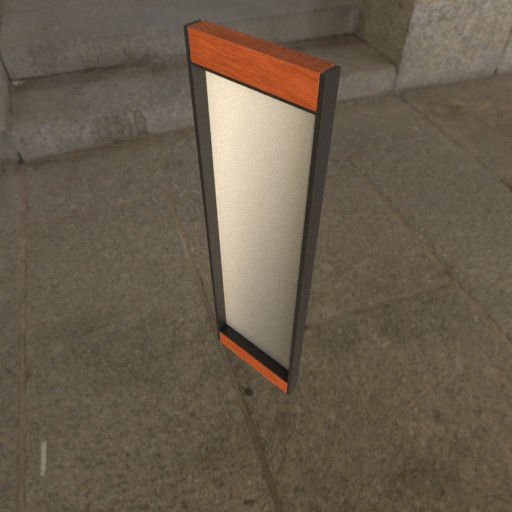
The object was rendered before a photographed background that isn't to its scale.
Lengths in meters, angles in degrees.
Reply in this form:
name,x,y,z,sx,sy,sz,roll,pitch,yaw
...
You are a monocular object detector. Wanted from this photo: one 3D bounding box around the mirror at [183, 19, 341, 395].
name,x,y,z,sx,sy,sz,roll,pitch,yaw
mirror,0.000,0.000,1.216,0.343,1.123,0.047,32,54,27
